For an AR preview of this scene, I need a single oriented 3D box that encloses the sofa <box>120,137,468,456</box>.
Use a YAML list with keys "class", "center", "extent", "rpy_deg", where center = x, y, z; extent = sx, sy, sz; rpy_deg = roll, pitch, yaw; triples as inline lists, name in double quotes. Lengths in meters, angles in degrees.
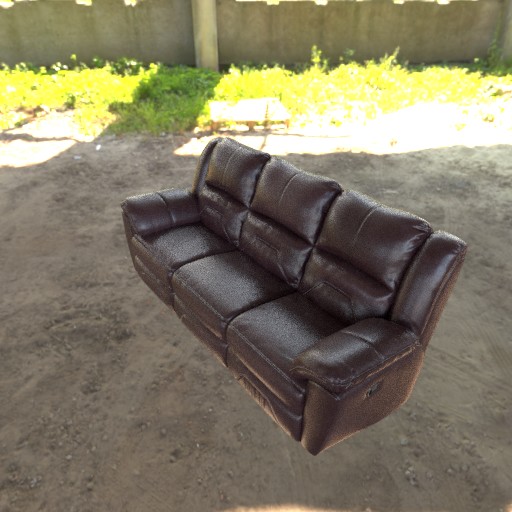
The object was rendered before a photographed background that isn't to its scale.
- class: "sofa"
  center: [0.000, 0.000, 2.898]
  extent: [0.991, 1.043, 2.337]
  rpy_deg: [-22, 38, -31]
